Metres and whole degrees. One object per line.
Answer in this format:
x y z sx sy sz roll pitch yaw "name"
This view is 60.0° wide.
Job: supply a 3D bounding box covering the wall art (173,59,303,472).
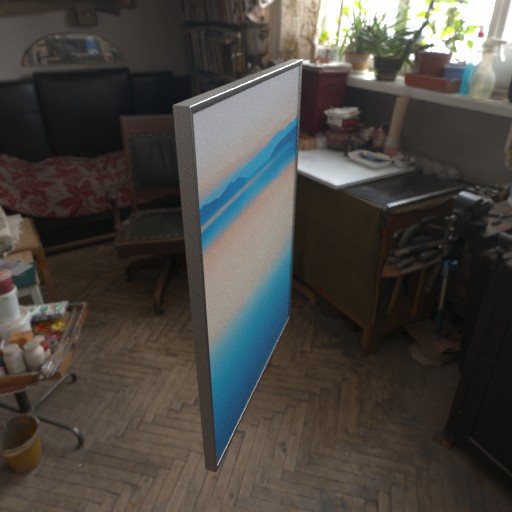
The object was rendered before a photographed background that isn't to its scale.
0.000 0.000 1.396 0.037 1.062 0.801 10 31 17 "wall art"
